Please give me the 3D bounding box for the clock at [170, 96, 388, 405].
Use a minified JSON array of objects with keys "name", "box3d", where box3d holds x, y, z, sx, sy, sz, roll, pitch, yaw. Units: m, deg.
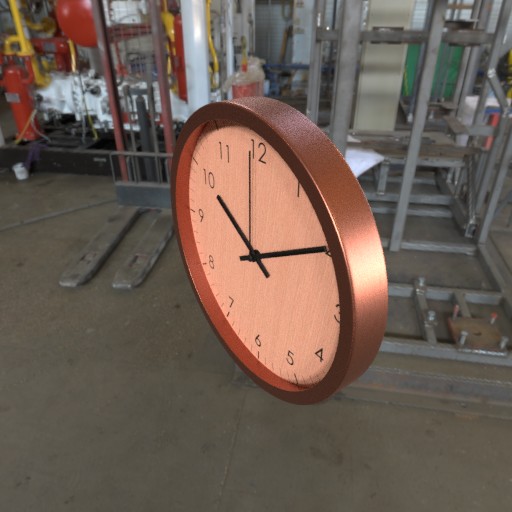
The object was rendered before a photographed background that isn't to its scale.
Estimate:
[{"name":"clock","box3d":[0.000,0.000,0.465,0.040,0.313,0.313,-20,37,-30]}]
